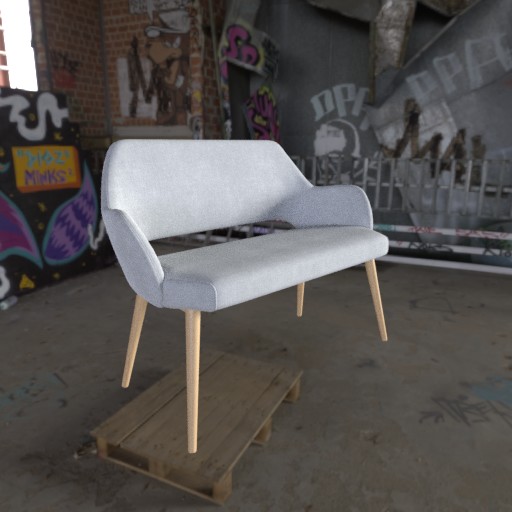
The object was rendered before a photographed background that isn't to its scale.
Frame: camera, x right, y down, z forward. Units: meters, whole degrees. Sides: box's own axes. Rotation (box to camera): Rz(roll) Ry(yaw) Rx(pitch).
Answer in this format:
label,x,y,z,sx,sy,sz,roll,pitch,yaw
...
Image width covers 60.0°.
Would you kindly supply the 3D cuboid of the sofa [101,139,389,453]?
label,x,y,z,sx,sy,sz,roll,pitch,yaw
sofa,0.000,0.000,1.651,1.150,0.840,0.610,-14,20,-43
